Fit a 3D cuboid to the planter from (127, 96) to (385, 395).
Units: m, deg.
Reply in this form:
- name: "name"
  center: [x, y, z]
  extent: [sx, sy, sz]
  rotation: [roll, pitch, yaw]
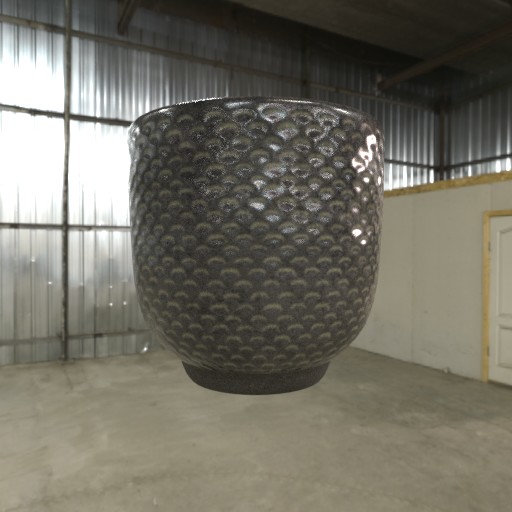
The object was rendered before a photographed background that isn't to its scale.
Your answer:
- name: "planter"
  center: [0.000, 0.000, 0.354]
  extent: [0.197, 0.191, 0.197]
  rotation: [0, 1, 0]
